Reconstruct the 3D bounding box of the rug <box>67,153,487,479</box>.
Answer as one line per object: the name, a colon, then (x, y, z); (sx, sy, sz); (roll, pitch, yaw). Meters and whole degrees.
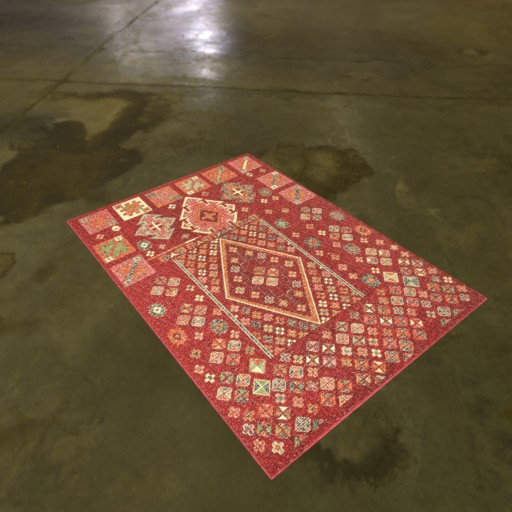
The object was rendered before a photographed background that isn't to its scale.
rug: (0.000, 0.000, 2.760); (1.579, 0.007, 2.184); (-27, 48, -28)
